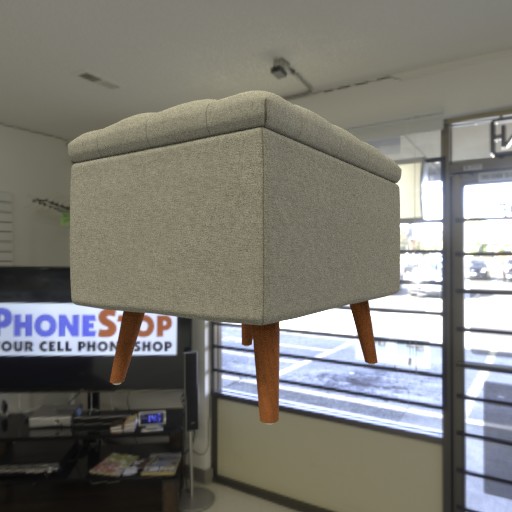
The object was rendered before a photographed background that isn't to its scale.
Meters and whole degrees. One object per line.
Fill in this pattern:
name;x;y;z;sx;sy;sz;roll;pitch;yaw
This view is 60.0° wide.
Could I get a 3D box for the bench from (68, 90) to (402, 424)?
bench;0.000;0.000;0.884;0.417;0.469;0.572;0;0;35
